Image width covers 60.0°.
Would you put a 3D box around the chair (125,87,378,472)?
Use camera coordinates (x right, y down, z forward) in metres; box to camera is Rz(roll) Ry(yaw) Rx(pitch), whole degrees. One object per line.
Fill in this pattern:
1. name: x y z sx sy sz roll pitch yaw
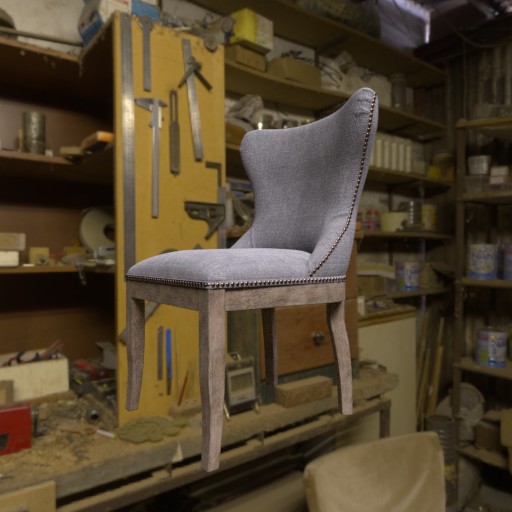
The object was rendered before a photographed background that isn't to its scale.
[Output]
1. chair: 0.000 0.000 1.437 0.681 1.002 0.654 0 0 -36
